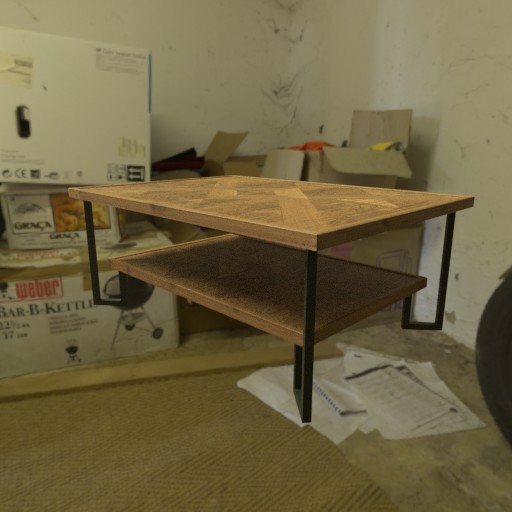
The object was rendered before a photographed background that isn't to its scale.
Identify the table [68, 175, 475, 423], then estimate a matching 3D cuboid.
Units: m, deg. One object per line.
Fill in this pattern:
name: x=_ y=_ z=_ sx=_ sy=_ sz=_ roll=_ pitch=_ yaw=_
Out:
table: x=0.000 y=0.000 z=1.699 sx=0.877 sy=0.492 sz=1.238 roll=-14 pitch=21 yaw=-43
